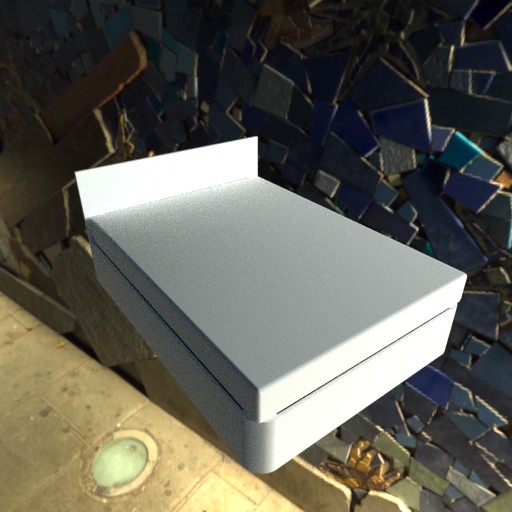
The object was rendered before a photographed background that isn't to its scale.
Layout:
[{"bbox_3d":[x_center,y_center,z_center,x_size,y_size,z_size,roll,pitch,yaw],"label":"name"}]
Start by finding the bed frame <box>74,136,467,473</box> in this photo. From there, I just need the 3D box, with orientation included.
[{"bbox_3d":[0.000,0.000,2.644,1.400,0.800,1.900,-20,36,-31],"label":"bed frame"}]
